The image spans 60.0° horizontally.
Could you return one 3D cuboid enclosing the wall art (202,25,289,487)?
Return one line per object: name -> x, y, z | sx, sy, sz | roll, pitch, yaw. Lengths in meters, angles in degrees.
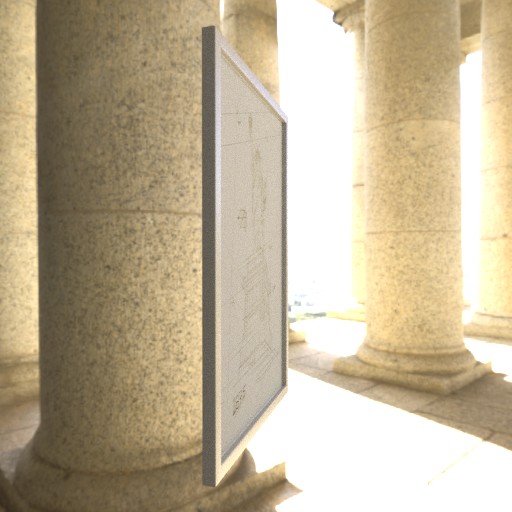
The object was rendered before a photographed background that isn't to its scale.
wall art -> 0.000, 0.000, 1.047 | 0.026, 0.813, 0.556 | 0, 1, 18
